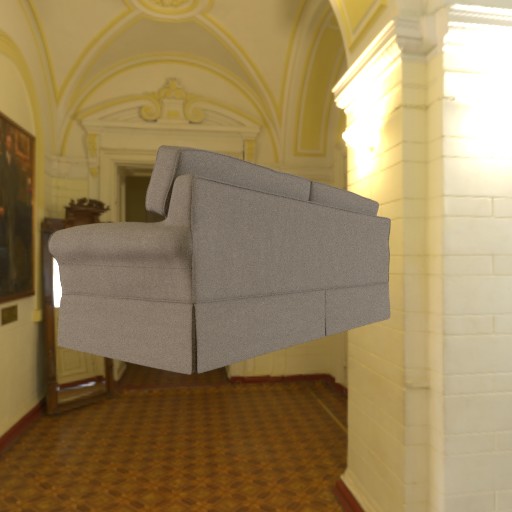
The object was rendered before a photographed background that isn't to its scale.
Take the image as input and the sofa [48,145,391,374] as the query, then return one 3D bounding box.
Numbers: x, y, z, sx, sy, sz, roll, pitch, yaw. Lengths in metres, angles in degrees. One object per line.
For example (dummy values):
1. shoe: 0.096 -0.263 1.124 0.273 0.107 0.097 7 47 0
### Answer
1. sofa: 0.000 0.000 2.811 0.991 0.943 2.248 -1 -1 37
